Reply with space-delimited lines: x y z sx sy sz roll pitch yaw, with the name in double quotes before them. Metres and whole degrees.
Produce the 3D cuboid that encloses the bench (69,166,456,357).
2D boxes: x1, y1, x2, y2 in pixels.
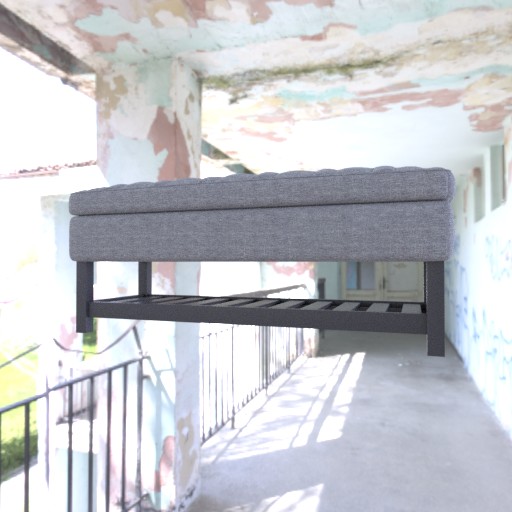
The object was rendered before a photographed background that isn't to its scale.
"bench" 0.000 0.000 1.361 1.100 0.470 0.429 0 -1 19
